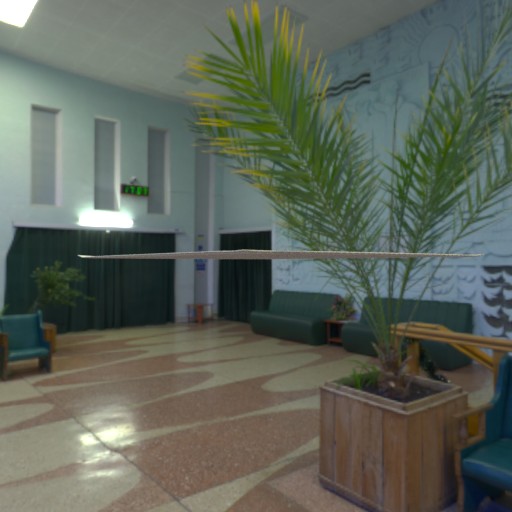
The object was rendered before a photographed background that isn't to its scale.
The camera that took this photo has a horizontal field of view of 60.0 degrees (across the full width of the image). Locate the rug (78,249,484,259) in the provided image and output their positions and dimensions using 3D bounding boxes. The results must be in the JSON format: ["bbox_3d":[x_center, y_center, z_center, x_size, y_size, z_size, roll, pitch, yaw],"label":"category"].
[{"bbox_3d":[0.000,0.000,3.921,2.277,0.035,2.897,1,-1,-36],"label":"rug"}]
